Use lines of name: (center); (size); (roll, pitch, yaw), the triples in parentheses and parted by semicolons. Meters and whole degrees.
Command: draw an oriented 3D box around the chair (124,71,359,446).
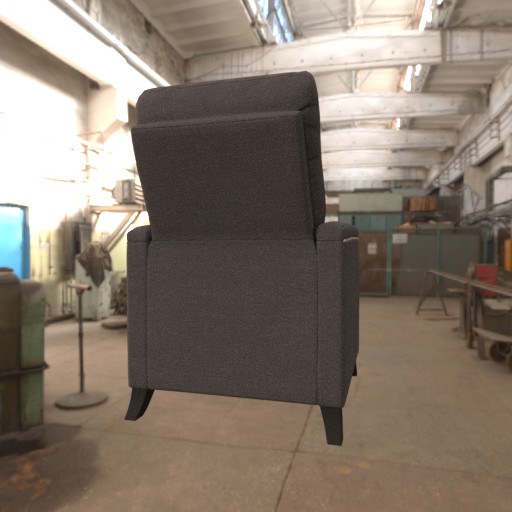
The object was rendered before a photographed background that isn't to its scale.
chair: (0.000, 0.000, 1.638); (0.710, 1.049, 0.922); (0, 1, 16)
